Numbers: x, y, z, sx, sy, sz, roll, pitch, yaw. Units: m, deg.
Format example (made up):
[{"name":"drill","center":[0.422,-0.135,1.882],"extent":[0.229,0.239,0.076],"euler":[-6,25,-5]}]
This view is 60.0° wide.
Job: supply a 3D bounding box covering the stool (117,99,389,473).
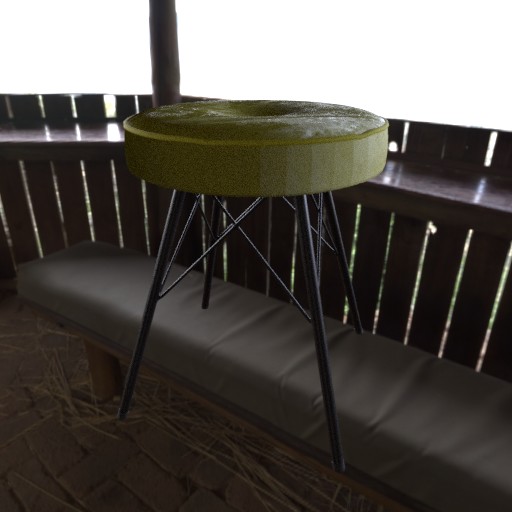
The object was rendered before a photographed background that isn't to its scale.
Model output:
[{"name":"stool","center":[0.000,0.000,0.799],"extent":[0.409,0.508,0.409],"euler":[7,26,15]}]
